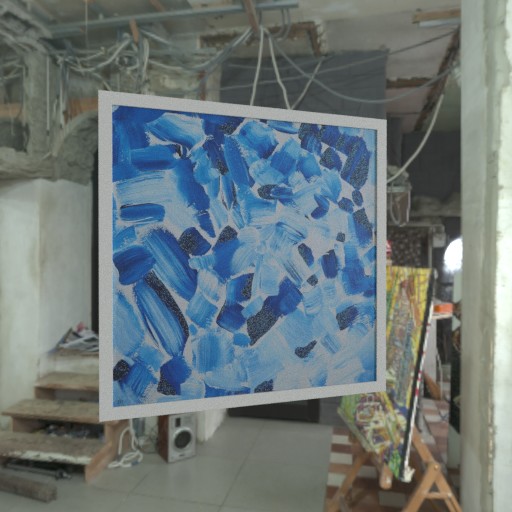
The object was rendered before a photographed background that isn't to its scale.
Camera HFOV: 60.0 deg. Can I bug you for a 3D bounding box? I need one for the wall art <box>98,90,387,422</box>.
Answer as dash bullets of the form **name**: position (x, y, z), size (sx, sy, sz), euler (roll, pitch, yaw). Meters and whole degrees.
- **wall art**: position (0.000, 0.000, 0.988), size (0.660, 0.660, 0.015), euler (0, 0, -17)
